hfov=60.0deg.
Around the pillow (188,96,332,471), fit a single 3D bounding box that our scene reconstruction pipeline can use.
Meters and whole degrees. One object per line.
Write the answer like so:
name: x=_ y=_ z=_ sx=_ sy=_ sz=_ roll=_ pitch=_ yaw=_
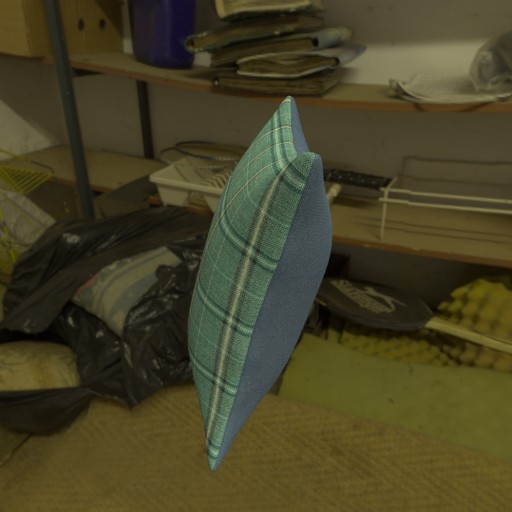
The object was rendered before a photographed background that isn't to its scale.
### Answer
pillow: x=0.000 y=0.000 z=0.698 sx=0.200 sy=0.430 sz=0.453 roll=0 pitch=26 yaw=1
